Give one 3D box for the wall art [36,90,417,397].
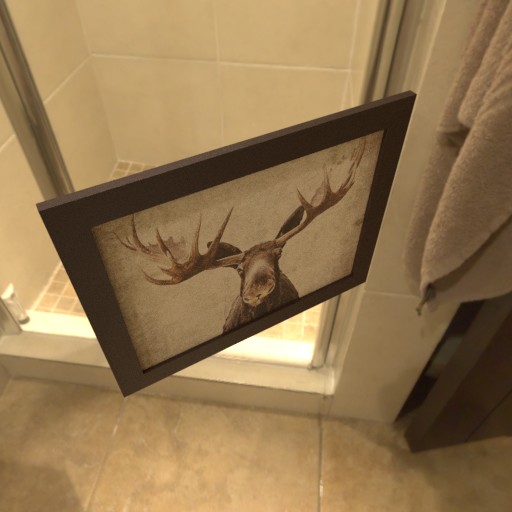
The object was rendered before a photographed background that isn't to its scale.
[{"bbox_3d":[0.000,0.000,1.611,1.207,0.952,0.034,-22,50,-20],"label":"wall art"}]
